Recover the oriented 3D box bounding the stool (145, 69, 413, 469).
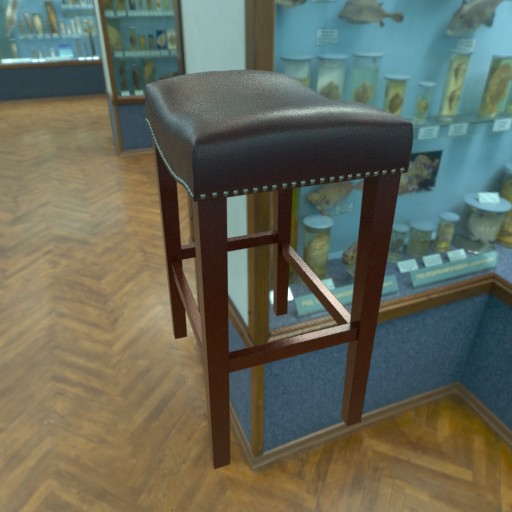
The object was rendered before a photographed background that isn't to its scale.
[{"bbox_3d":[0.000,0.000,1.020,0.372,0.742,0.504,-10,32,-17],"label":"stool"}]
